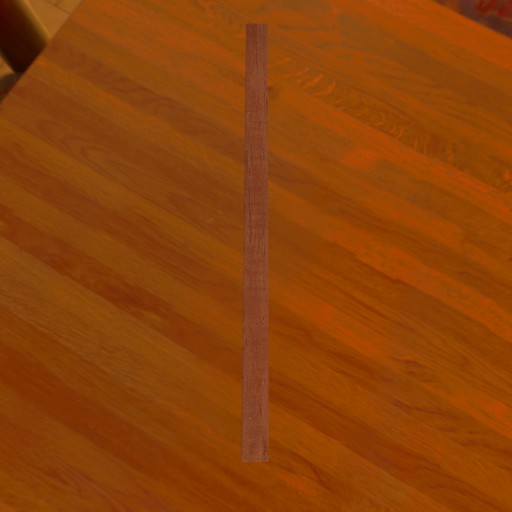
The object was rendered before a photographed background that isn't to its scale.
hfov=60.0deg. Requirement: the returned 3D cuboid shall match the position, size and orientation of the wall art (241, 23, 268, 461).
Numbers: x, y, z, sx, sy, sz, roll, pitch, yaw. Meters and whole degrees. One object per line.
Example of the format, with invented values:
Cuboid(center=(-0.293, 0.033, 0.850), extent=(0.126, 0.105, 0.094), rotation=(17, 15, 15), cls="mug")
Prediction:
Cuboid(center=(0.000, 0.000, 1.785), extent=(0.070, 1.009, 1.320), rotation=(0, 77, 0), cls="wall art")
